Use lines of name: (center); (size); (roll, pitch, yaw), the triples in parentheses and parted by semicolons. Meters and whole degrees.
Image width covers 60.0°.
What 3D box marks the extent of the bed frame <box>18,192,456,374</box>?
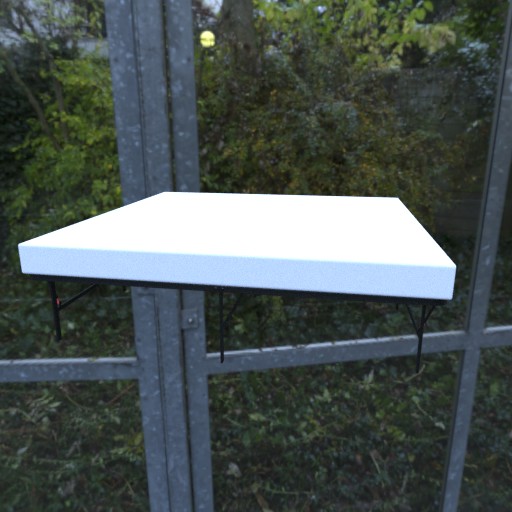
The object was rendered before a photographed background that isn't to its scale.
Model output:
bed frame: (0.000, 0.000, 2.992); (2.032, 0.559, 1.930); (3, 16, 10)
